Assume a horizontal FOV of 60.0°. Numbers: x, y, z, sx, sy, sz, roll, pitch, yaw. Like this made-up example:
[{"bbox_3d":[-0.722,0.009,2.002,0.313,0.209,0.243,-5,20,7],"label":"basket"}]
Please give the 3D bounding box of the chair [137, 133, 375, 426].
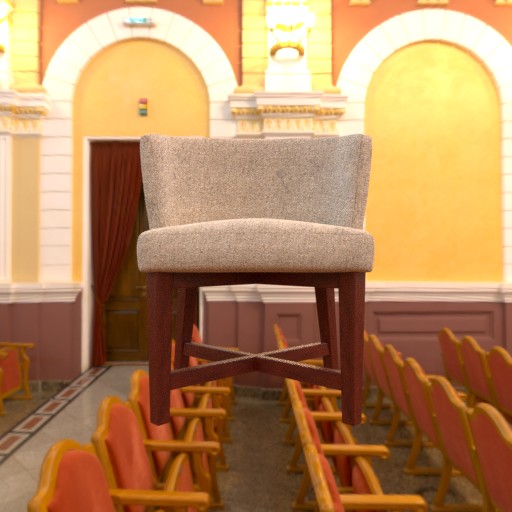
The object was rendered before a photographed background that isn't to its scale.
[{"bbox_3d":[0.000,0.000,1.313,0.728,0.827,0.575,0,0,0],"label":"chair"}]
